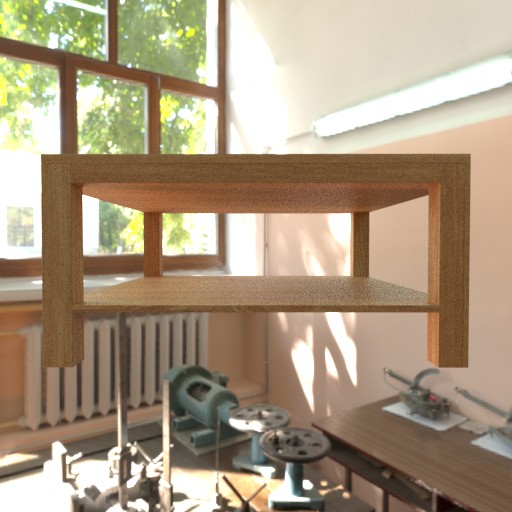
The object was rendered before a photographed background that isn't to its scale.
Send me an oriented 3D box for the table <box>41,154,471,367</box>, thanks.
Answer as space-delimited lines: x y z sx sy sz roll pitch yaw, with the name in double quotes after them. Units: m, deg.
0.000 0.000 1.382 0.900 0.450 0.900 0 1 0 "table"
